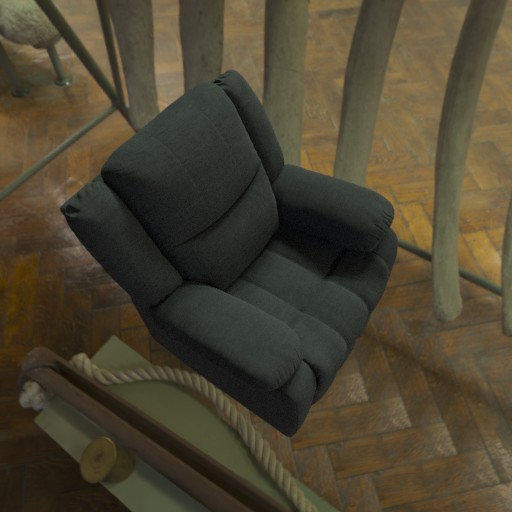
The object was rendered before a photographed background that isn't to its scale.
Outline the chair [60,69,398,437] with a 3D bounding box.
[{"bbox_3d":[0.000,0.000,1.701,0.944,1.008,0.899,30,62,18],"label":"chair"}]
